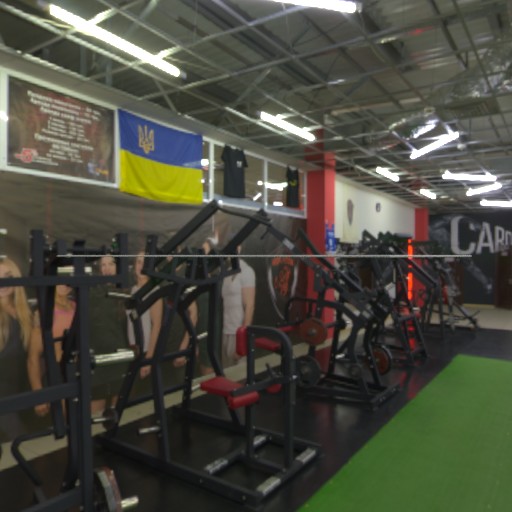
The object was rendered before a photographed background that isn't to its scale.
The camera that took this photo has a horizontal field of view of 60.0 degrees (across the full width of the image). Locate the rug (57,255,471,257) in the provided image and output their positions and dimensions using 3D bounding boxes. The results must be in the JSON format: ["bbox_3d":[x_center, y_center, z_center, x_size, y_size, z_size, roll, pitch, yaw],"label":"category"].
[{"bbox_3d":[0.000,0.000,3.053,2.430,0.010,1.515,0,0,37],"label":"rug"}]
